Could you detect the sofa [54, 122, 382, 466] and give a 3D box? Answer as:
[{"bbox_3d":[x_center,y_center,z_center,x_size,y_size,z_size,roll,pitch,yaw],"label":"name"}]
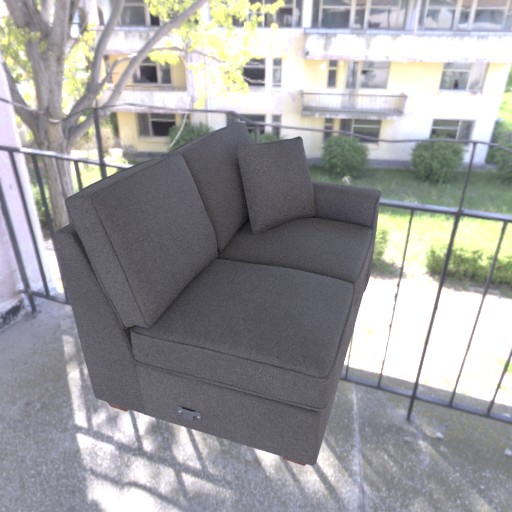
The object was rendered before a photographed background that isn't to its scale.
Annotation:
[{"bbox_3d":[0.000,0.000,2.064,0.991,0.989,1.388,10,30,18],"label":"sofa"}]
